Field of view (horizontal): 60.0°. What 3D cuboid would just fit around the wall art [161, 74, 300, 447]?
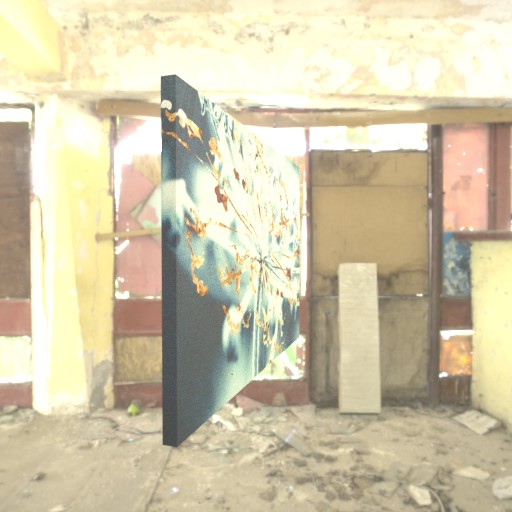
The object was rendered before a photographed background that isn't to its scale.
[{"bbox_3d":[0.000,0.000,1.447,0.035,0.759,1.138,0,2,18],"label":"wall art"}]
